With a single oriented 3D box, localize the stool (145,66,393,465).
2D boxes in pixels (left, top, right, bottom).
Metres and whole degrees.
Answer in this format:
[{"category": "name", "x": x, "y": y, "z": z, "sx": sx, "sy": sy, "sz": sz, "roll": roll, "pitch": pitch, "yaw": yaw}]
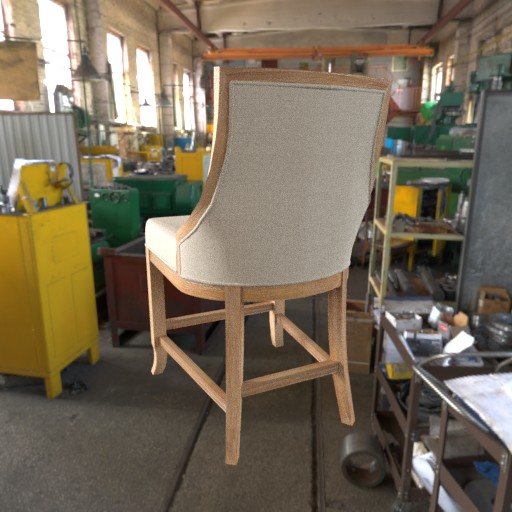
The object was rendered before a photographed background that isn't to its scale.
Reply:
[{"category": "stool", "x": 0.000, "y": 0.000, "z": 1.302, "sx": 0.524, "sy": 0.938, "sz": 0.626, "roll": -7, "pitch": 16, "yaw": -25}]
